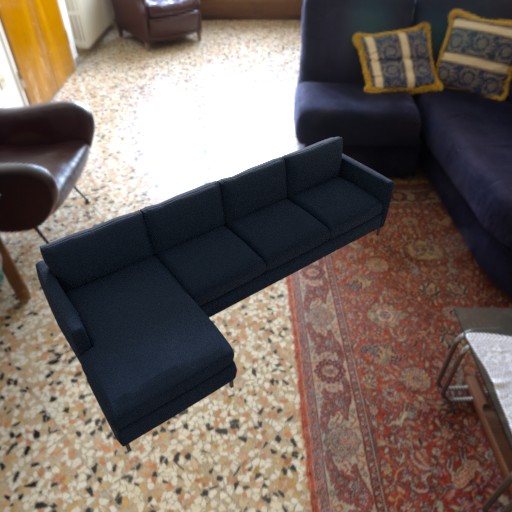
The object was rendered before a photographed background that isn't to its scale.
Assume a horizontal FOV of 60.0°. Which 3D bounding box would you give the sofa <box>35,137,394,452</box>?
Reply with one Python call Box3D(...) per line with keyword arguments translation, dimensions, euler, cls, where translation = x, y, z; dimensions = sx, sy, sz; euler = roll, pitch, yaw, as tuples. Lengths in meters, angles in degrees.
Box3D(translation=(0.000, 0.000, 2.890), dimensions=(2.450, 0.679, 1.128), euler=(-26, 47, -27), cls="sofa")
